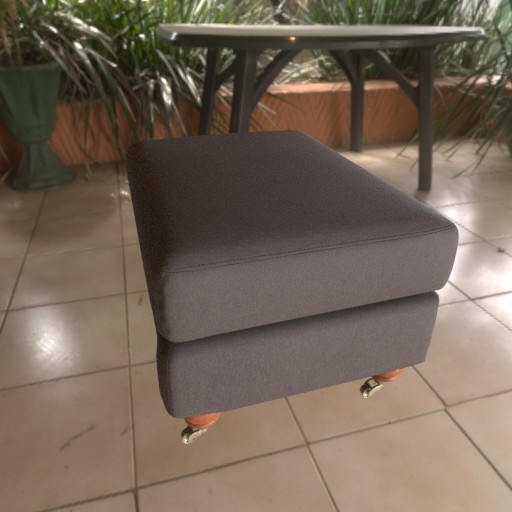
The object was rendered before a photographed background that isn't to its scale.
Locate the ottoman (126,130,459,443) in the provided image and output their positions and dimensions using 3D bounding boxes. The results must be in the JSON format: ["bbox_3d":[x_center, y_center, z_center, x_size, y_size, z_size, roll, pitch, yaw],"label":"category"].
[{"bbox_3d":[0.000,0.000,1.128,0.574,0.497,0.773,-9,30,-15],"label":"ottoman"}]
